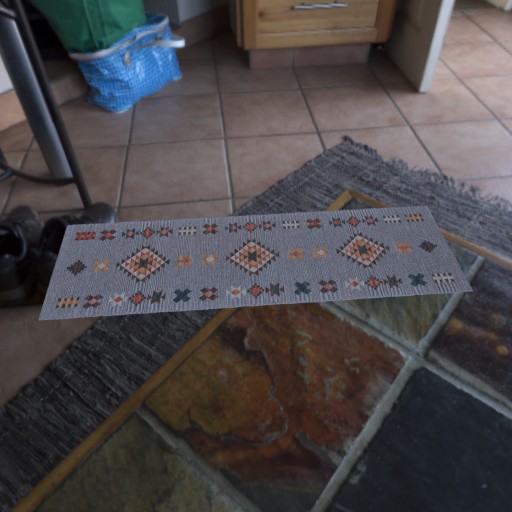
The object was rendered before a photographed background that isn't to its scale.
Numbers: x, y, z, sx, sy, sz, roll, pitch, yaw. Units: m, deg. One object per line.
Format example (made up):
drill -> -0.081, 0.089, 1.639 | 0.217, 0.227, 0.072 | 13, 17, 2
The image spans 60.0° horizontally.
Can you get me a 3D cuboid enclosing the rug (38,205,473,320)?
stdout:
rug -> 0.000, 0.000, 2.732 | 2.432, 0.008, 0.766 | -3, 46, -3
